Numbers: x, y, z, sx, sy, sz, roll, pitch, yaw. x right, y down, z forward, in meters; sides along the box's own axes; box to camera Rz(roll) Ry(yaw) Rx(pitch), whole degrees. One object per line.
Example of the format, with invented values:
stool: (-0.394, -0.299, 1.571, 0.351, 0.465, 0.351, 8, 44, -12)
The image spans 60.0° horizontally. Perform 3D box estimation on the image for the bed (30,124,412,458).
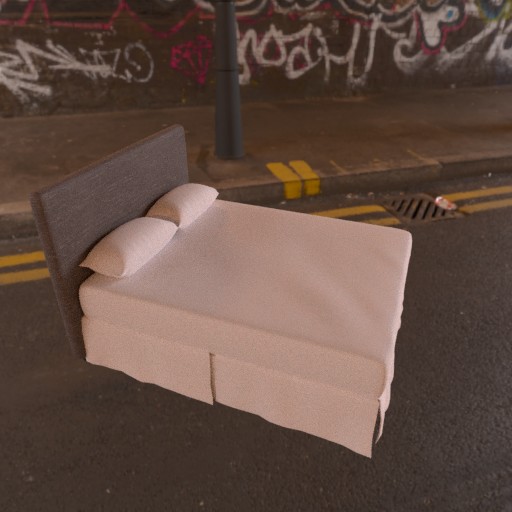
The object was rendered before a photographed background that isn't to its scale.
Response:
bed: (0.000, 0.000, 3.175, 2.142, 1.330, 1.723, 11, 33, 18)
